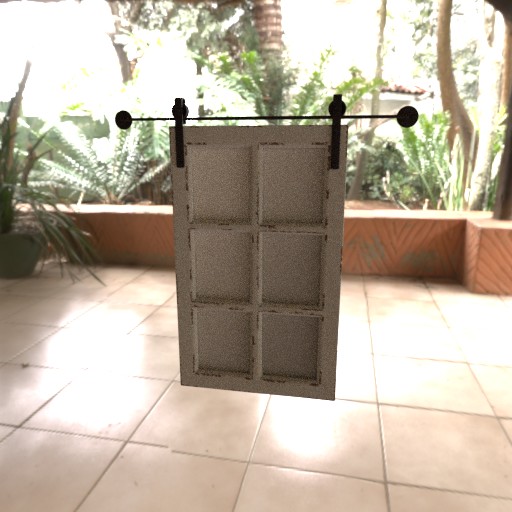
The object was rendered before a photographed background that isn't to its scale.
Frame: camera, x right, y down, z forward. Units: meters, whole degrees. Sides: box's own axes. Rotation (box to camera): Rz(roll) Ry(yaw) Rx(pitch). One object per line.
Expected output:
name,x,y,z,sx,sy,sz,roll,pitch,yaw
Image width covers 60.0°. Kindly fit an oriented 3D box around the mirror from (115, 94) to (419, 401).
mirror,0.000,0.000,1.236,0.808,0.844,0.037,3,14,10
